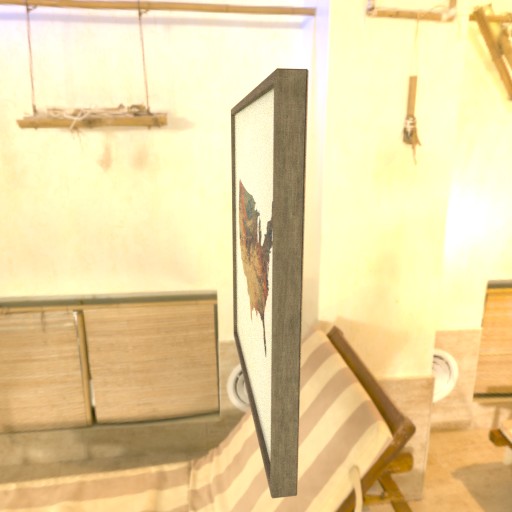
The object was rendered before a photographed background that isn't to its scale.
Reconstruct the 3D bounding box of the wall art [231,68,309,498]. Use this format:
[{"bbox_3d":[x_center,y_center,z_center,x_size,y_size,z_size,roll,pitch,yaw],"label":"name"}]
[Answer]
[{"bbox_3d":[0.000,0.000,1.101,0.050,0.751,0.749,-2,14,-8],"label":"wall art"}]
